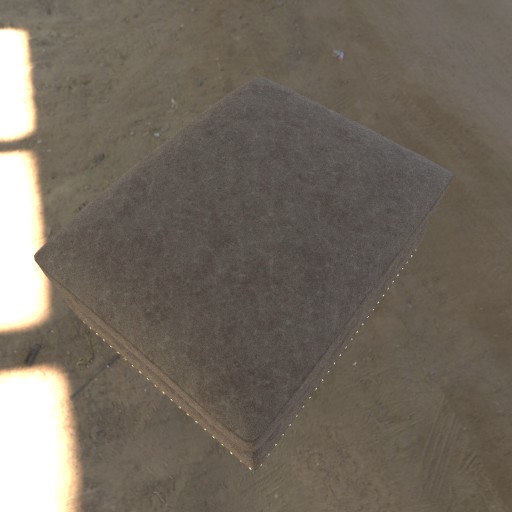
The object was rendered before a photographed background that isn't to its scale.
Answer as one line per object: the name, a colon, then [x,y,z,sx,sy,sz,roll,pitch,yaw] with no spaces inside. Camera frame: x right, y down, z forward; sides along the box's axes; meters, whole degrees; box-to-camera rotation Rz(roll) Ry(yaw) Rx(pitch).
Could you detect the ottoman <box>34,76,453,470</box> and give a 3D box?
ottoman: [0.000,0.000,1.085,0.584,0.513,0.741,34,64,19]
